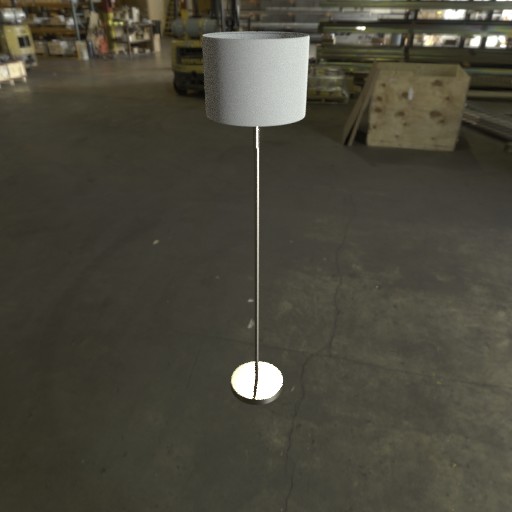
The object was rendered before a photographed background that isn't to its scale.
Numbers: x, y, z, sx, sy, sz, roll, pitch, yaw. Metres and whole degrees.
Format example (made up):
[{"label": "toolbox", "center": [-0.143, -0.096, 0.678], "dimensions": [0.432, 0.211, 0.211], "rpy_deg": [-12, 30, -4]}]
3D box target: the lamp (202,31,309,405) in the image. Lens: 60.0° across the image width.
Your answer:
[{"label": "lamp", "center": [0.000, 0.000, 1.782], "dimensions": [0.324, 1.600, 0.416], "rpy_deg": [1, 30, 1]}]
